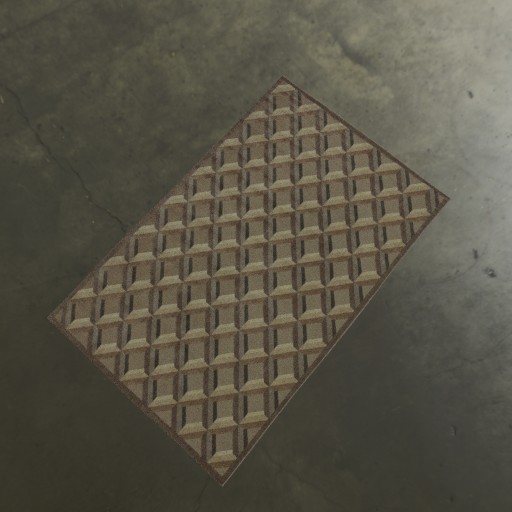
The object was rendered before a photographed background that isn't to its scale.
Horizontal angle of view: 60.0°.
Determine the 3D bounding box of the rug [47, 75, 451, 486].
[{"bbox_3d":[0.000,0.000,2.074,1.066,0.011,1.677,40,79,10],"label":"rug"}]
